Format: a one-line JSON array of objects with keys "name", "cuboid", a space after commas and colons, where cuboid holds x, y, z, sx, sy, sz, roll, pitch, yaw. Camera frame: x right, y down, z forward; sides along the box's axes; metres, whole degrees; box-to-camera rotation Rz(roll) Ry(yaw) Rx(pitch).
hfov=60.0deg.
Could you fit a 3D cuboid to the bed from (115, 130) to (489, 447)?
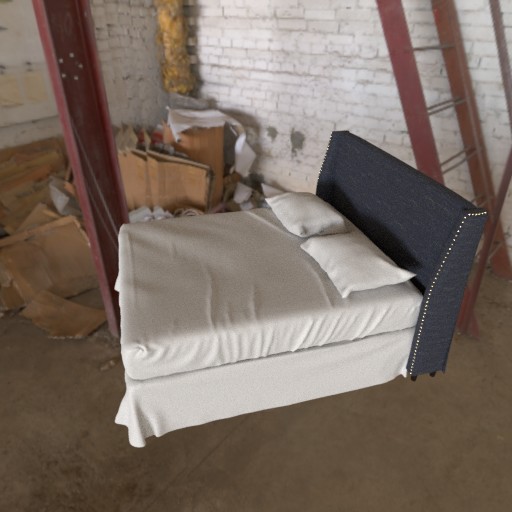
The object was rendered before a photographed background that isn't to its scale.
[{"name": "bed", "cuboid": [0.000, 0.000, 3.381, 2.276, 1.332, 1.925, -8, 31, -13]}]
